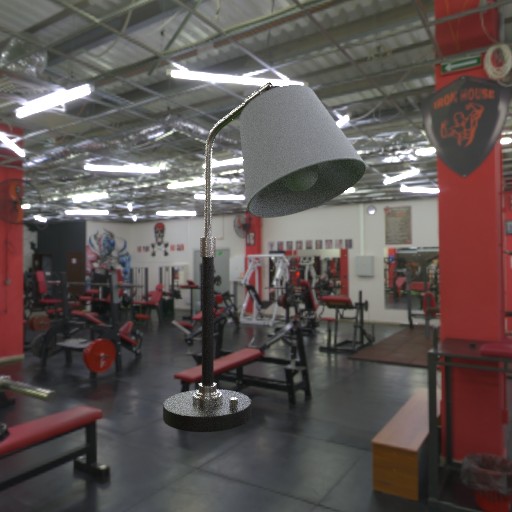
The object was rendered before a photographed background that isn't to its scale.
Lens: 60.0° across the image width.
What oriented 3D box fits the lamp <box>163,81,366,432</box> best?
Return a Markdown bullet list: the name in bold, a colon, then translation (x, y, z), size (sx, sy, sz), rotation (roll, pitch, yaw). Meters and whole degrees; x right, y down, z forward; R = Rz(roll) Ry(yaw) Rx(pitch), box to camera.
- **lamp**: translation (0.000, 0.000, 0.697), size (0.348, 0.539, 0.181), rotation (-1, -1, 35)
